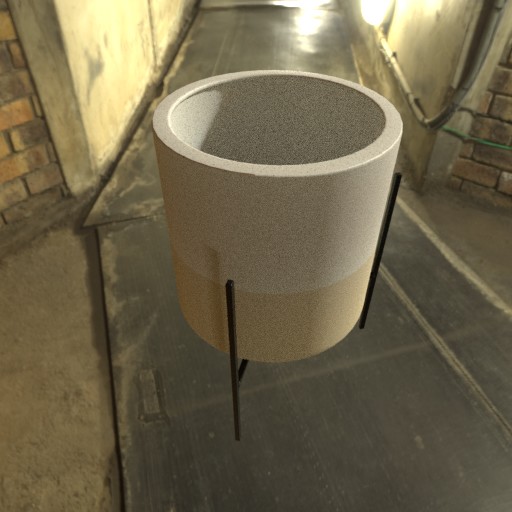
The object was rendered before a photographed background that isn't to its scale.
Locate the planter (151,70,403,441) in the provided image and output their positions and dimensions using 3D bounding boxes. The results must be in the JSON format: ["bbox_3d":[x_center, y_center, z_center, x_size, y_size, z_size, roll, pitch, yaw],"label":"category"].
[{"bbox_3d":[0.000,0.000,0.539,0.267,0.362,0.263,24,47,25],"label":"planter"}]
